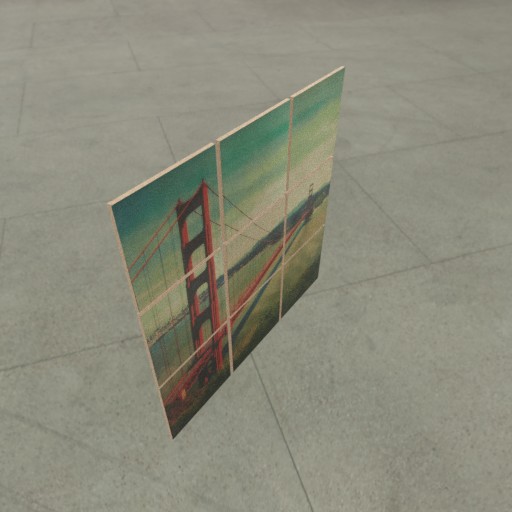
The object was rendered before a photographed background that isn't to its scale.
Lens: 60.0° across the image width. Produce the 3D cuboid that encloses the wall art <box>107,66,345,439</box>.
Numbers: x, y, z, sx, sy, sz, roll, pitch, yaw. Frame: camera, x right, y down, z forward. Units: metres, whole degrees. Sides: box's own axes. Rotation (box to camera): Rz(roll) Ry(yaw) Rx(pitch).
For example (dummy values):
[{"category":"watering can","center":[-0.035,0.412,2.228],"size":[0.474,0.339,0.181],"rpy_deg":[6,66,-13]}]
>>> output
[{"category":"wall art","center":[0.000,0.000,1.395],"size":[0.012,0.910,0.917],"rpy_deg":[26,48,26]}]
